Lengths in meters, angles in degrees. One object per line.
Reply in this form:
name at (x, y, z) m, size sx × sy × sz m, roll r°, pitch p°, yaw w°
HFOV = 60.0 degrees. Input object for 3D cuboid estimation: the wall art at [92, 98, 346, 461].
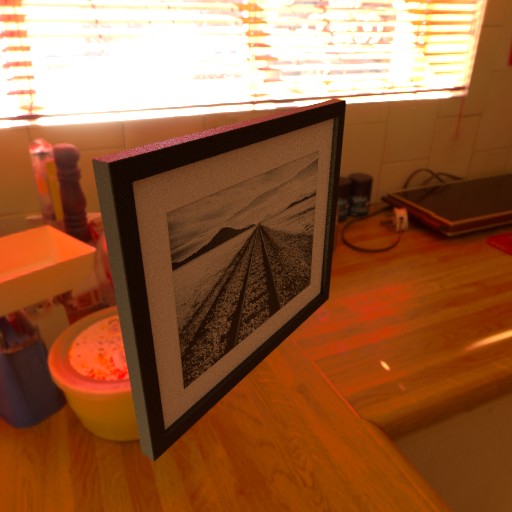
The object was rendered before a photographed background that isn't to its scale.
wall art at (0.000, 0.000, 0.771) m, size 0.029 × 0.458 × 0.559 m, roll 18°, pitch 33°, yaw 32°
